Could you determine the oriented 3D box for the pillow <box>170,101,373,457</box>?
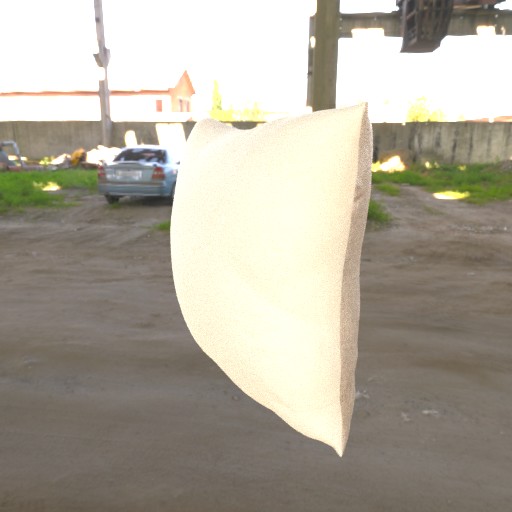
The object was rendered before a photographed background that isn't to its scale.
[{"bbox_3d":[0.000,0.000,0.716,0.245,0.448,0.450,-7,16,-27],"label":"pillow"}]
